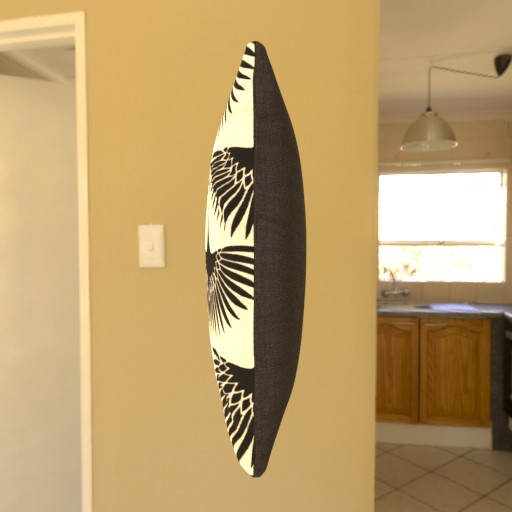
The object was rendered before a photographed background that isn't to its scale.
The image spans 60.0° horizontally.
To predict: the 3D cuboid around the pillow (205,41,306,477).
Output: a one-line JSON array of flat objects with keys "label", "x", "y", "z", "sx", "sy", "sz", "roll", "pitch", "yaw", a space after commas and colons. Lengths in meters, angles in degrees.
[{"label": "pillow", "x": 0.000, "y": 0.000, "z": 0.651, "sx": 0.139, "sy": 0.432, "sz": 0.432, "roll": 0, "pitch": 1, "yaw": 0}]
